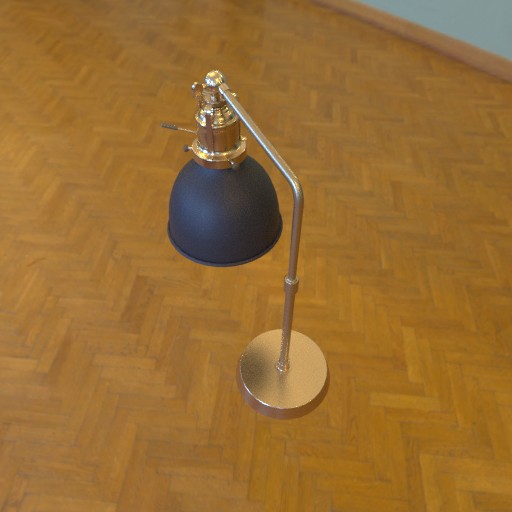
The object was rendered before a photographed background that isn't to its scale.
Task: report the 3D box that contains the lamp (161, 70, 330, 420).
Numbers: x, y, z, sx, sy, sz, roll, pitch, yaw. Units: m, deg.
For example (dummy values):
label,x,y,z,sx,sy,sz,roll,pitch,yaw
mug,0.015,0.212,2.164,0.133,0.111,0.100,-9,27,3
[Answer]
label,x,y,z,sx,sy,sz,roll,pitch,yaw
lamp,0.000,0.000,0.590,0.160,0.456,0.291,-32,56,-26
